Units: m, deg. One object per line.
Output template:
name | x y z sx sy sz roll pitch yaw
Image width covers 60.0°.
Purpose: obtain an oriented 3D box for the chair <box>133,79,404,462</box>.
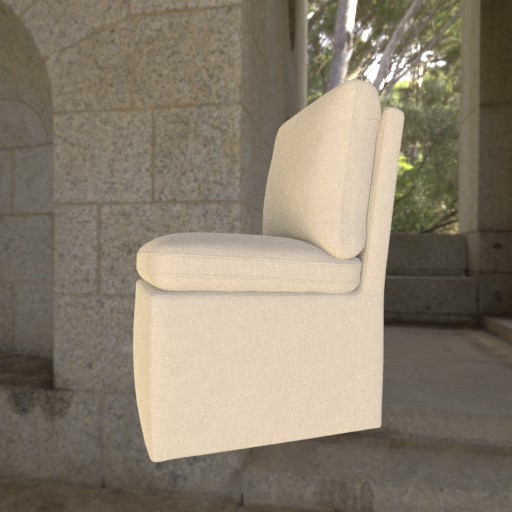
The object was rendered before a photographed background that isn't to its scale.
chair | 0.000 0.000 1.309 0.698 0.927 0.503 0 1 -19
